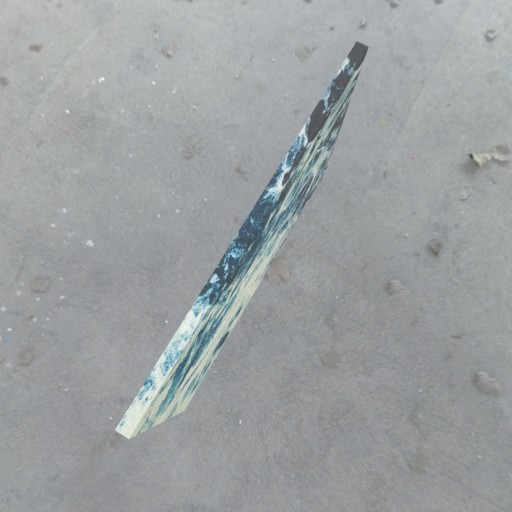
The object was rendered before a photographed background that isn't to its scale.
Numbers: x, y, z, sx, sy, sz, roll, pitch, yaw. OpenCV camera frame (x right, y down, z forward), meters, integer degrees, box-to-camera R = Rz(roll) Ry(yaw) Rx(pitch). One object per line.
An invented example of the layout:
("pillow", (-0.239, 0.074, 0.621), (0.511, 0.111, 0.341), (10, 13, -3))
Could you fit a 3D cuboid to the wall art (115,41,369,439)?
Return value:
("wall art", (0.000, 0.000, 1.915), (0.055, 1.017, 1.524), (29, 77, 7))
